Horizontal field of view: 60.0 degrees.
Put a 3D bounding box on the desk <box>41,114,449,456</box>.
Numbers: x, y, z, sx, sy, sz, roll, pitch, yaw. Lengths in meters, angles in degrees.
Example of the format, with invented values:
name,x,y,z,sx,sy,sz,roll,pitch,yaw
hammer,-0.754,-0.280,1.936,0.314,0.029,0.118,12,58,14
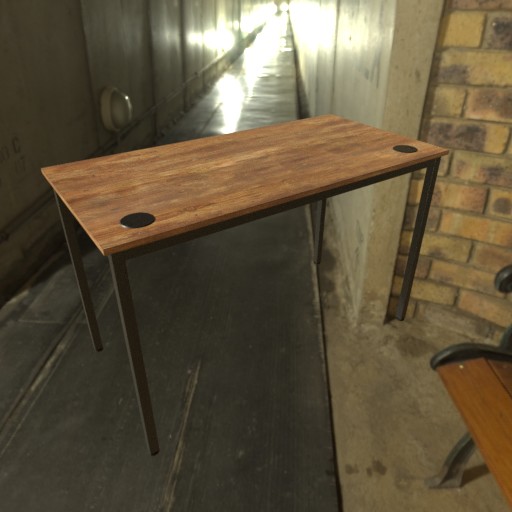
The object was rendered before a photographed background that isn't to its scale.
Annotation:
name,x,y,z,sx,sy,sz,roll,pitch,yaw
desk,0.000,0.000,1.639,1.200,0.749,0.600,-20,36,-29
